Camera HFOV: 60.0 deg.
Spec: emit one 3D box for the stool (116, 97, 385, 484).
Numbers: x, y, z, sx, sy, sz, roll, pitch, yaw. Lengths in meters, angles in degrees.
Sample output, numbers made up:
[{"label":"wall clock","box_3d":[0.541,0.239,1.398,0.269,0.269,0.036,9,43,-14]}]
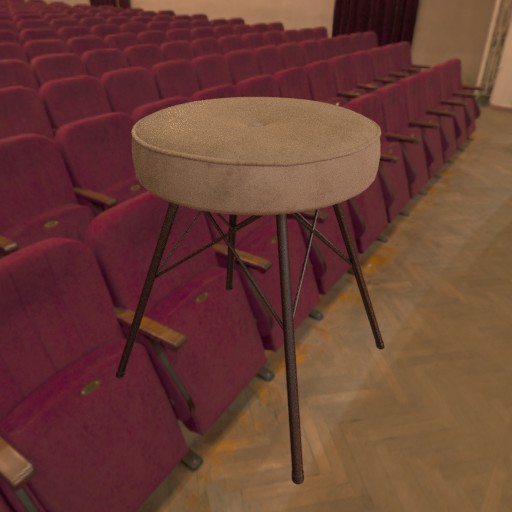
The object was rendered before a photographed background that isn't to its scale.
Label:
[{"label":"stool","box_3d":[0.000,0.000,0.864,0.457,0.538,0.423,18,35,29]}]
